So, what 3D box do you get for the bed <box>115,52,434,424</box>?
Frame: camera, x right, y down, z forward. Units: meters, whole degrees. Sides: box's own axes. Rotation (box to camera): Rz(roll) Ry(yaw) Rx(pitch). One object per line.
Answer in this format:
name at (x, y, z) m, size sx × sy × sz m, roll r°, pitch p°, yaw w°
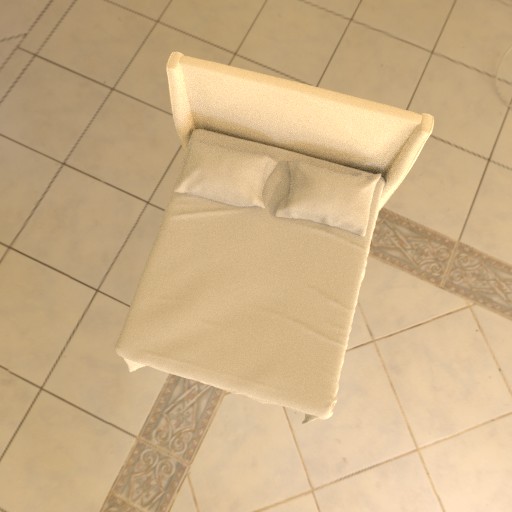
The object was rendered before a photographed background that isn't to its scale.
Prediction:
bed at (0.000, 0.000, 3.442) m, size 1.925 × 1.332 × 2.276 m, roll 16°, pitch 76°, yaw 4°
